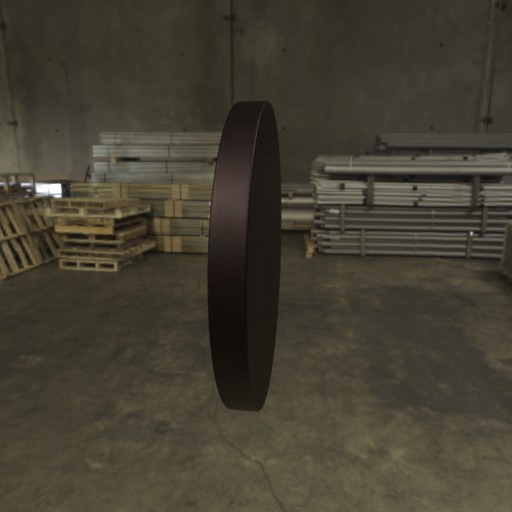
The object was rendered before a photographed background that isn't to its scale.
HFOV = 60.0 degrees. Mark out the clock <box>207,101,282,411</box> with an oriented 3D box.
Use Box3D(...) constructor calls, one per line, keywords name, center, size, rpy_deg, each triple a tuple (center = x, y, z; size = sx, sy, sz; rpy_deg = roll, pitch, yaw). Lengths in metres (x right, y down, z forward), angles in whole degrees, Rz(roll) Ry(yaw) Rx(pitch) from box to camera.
Box3D(name="clock", center=(0.000, 0.000, 0.475), size=(0.029, 0.314, 0.314), rpy_deg=(2, 13, 8))
